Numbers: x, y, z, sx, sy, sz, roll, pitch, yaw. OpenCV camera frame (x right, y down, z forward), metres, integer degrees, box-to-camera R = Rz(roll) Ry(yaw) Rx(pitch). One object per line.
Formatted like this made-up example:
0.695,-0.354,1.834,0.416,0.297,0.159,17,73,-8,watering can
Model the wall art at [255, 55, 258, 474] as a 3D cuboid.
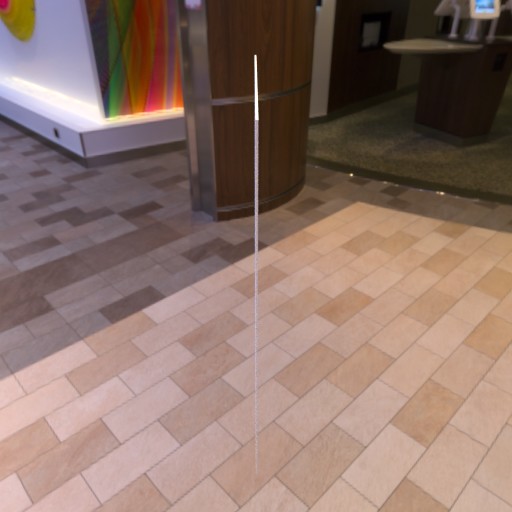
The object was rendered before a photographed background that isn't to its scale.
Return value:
0.000,0.000,0.805,0.003,0.610,0.457,0,32,0,wall art
